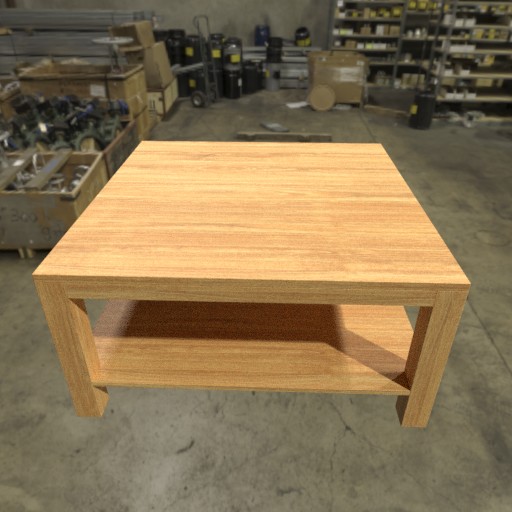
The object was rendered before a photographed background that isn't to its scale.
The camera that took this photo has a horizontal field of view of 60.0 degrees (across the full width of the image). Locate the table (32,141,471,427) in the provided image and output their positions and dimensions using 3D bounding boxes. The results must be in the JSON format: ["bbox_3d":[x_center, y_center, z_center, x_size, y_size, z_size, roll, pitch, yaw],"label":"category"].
[{"bbox_3d":[0.000,0.000,1.407,0.900,0.450,0.900,1,32,2],"label":"table"}]
